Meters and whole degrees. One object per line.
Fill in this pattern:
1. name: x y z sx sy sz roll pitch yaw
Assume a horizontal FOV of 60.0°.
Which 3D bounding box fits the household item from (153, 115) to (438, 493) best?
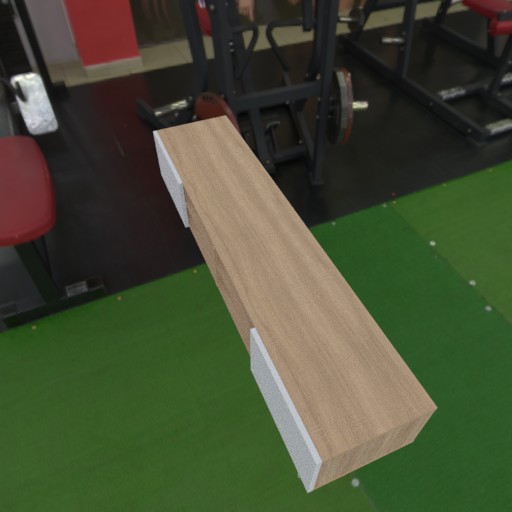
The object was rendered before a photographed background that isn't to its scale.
1. household item: 0.000 0.000 1.988 0.420 0.310 1.850 -17 50 -15
